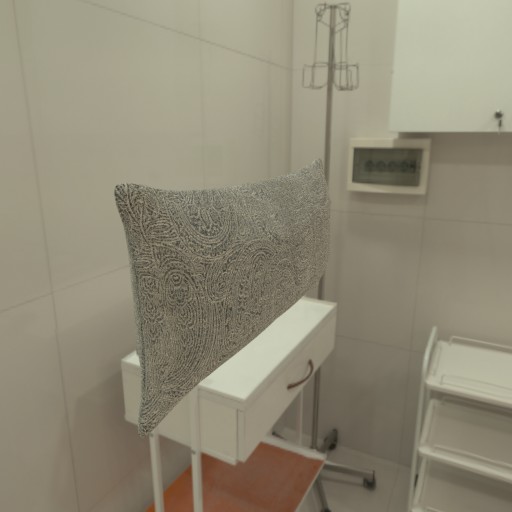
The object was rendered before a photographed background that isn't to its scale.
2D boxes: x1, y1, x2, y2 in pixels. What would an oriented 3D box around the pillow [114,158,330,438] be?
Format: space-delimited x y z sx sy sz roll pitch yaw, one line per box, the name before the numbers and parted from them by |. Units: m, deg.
pillow | 0.000 0.000 0.738 0.151 0.295 0.615 8 17 26
